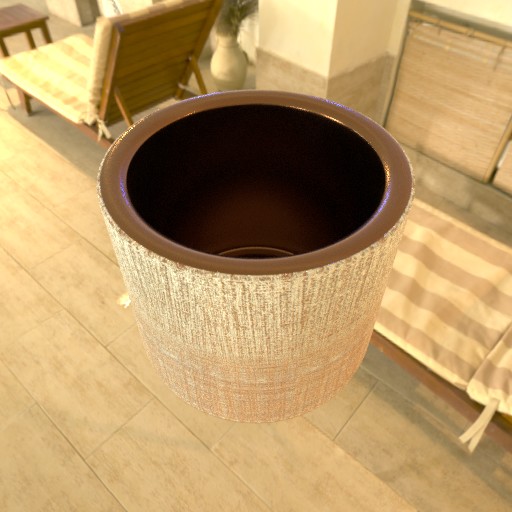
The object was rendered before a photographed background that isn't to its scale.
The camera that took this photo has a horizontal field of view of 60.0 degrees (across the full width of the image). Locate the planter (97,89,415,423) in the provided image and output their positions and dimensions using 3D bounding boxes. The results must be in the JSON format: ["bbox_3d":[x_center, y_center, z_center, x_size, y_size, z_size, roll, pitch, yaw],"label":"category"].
[{"bbox_3d":[0.000,0.000,0.186,0.109,0.096,0.109,0,47,0],"label":"planter"}]
